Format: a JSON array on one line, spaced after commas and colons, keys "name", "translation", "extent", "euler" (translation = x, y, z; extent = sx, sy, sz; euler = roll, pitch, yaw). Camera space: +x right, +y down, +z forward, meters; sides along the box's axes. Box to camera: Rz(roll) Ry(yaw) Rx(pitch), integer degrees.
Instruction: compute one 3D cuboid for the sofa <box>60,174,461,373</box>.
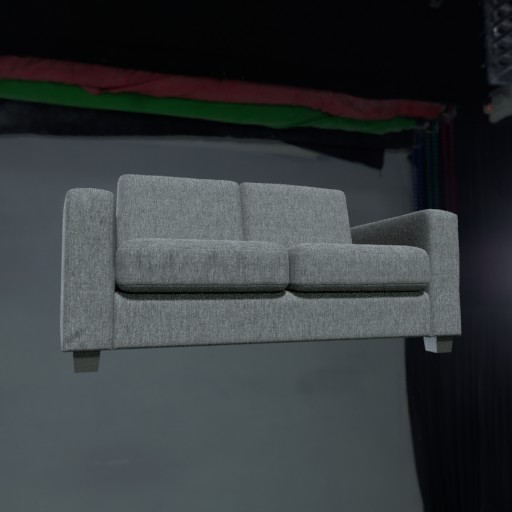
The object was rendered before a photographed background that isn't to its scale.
[{"name": "sofa", "translation": [0.000, 0.000, 1.974], "extent": [1.520, 0.800, 0.900], "euler": [1, -4, -17]}]
